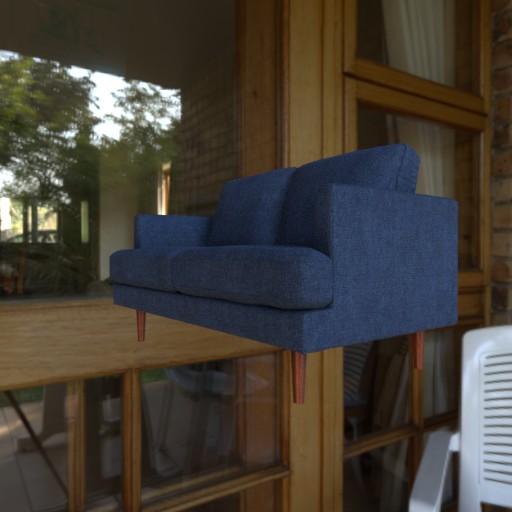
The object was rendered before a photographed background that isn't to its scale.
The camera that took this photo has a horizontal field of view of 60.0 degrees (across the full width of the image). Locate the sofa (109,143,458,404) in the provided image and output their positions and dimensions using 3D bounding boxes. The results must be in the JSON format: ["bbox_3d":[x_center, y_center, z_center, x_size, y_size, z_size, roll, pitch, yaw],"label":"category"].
[{"bbox_3d":[0.000,0.000,2.130,0.903,0.944,1.582,0,1,-38],"label":"sofa"}]
